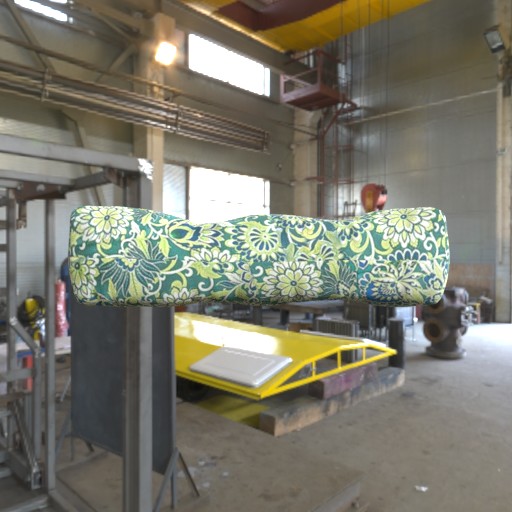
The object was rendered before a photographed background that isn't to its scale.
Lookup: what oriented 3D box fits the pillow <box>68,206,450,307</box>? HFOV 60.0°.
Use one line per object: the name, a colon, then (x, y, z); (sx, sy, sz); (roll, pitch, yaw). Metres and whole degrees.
pillow: (0.000, 0.000, 0.752); (0.468, 0.128, 0.490); (0, 1, -1)
